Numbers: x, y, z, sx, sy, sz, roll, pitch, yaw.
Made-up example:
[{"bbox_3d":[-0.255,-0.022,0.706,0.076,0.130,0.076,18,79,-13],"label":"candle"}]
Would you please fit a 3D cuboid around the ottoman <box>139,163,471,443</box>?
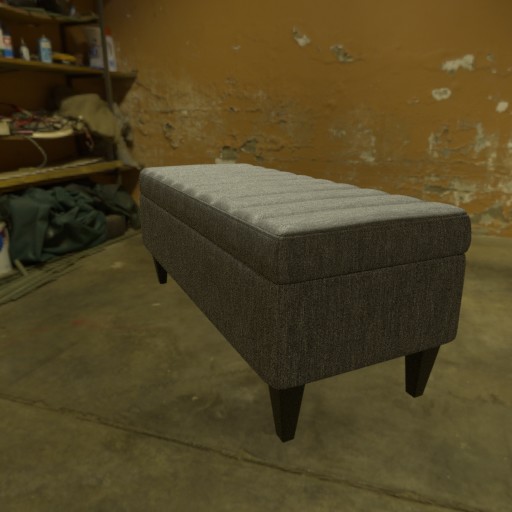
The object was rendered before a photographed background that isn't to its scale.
[{"bbox_3d":[0.000,0.000,1.375,0.482,0.469,1.151,-8,19,-24],"label":"ottoman"}]
